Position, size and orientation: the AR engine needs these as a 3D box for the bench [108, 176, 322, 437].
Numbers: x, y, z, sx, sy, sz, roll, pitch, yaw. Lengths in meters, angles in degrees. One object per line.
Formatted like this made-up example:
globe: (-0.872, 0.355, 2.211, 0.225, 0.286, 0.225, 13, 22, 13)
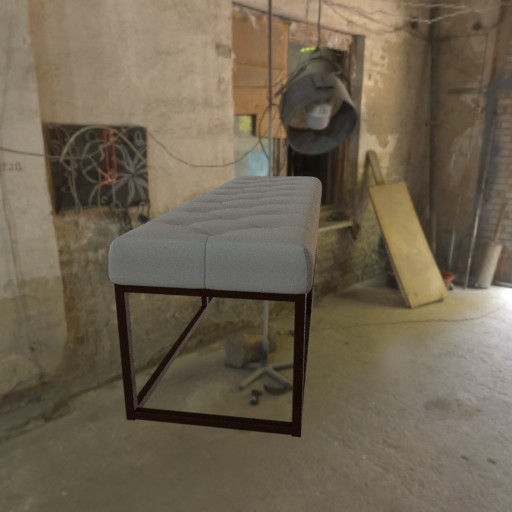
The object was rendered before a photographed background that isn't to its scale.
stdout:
bench: (0.000, 0.000, 1.737, 0.479, 0.488, 1.488, 2, 16, 8)
